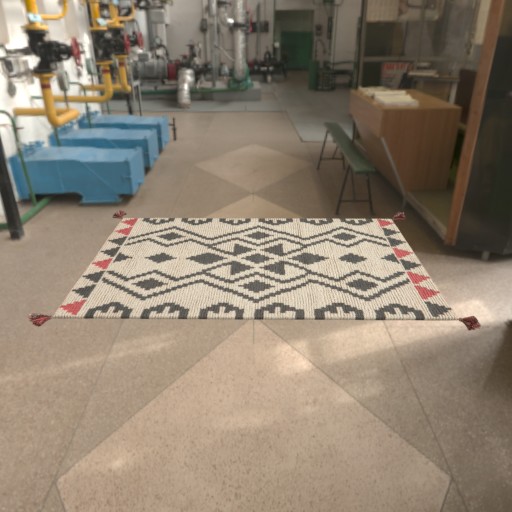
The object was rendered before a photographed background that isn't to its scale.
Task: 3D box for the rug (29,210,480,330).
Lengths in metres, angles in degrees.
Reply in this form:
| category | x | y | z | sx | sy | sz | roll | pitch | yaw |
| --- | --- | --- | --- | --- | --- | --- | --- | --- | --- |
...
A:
| category | x | y | z | sx | sy | sz | roll | pitch | yaw |
| --- | --- | --- | --- | --- | --- | --- | --- | --- | --- |
| rug | 0.000 | 0.000 | 3.318 | 2.672 | 0.066 | 1.741 | 0 | 28 | 1 |
